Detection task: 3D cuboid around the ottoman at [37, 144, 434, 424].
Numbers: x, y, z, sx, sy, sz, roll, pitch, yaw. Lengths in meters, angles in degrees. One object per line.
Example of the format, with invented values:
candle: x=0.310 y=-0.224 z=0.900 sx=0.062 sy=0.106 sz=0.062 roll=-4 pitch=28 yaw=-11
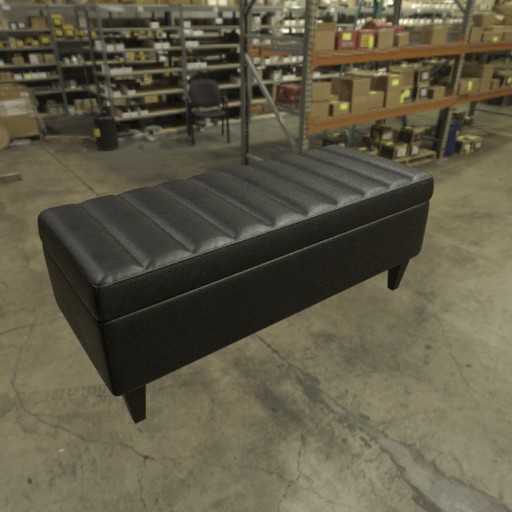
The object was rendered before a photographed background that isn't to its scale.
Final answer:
ottoman: x=0.000 y=0.000 z=1.426 sx=1.151 sy=0.469 sz=0.482 roll=-20 pitch=35 yaw=-31
